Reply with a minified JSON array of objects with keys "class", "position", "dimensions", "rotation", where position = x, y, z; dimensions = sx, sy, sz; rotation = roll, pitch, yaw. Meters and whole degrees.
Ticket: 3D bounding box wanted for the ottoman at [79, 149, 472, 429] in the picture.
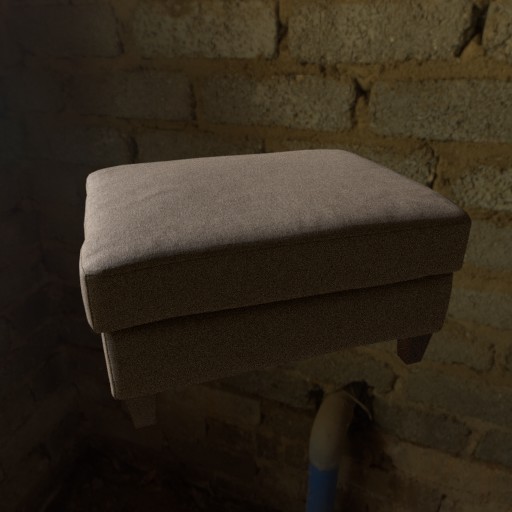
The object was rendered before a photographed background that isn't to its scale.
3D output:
[{"class":"ottoman","position":[0.000,0.000,1.283],"dimensions":[0.889,0.511,0.692],"rotation":[-8,28,-16]}]
